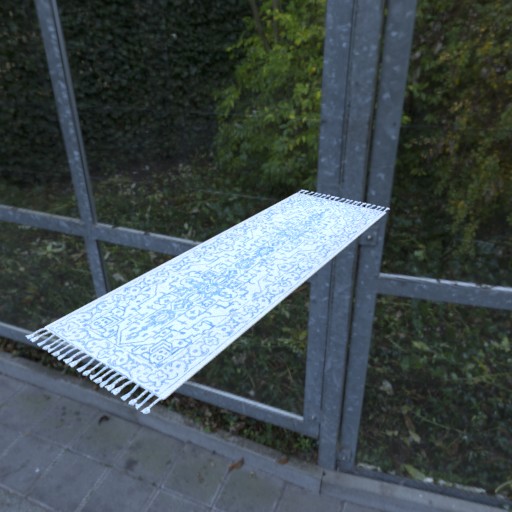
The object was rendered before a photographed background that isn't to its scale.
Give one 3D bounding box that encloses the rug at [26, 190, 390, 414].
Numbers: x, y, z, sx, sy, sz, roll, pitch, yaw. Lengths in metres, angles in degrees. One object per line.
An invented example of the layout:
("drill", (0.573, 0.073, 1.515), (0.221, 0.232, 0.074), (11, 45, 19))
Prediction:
("rug", (0.000, 0.000, 2.640), (0.774, 0.011, 2.449), (18, 32, 31))
